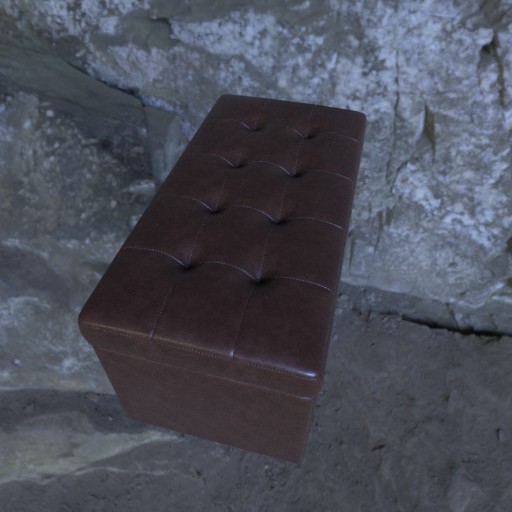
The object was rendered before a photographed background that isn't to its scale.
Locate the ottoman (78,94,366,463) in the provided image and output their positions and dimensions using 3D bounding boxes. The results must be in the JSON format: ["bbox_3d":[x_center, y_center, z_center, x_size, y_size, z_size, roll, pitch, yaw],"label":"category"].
[{"bbox_3d":[0.000,0.000,1.140,0.432,0.470,0.838,11,48,10],"label":"ottoman"}]
